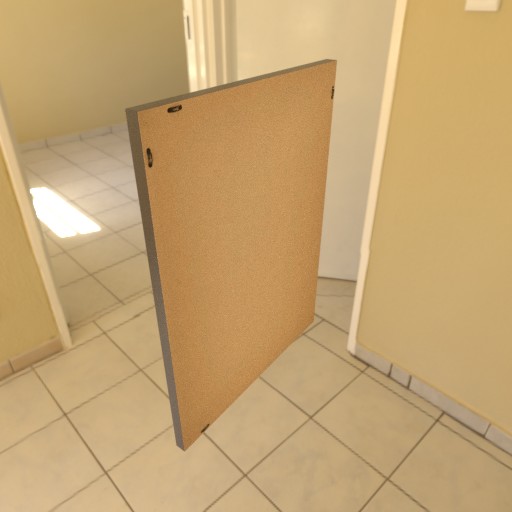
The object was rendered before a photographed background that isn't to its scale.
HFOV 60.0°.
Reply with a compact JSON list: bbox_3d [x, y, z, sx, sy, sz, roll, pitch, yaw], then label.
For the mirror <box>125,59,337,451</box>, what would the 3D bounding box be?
[{"bbox_3d":[0.000,0.000,1.347,0.041,1.016,0.762,22,38,31],"label":"mirror"}]
